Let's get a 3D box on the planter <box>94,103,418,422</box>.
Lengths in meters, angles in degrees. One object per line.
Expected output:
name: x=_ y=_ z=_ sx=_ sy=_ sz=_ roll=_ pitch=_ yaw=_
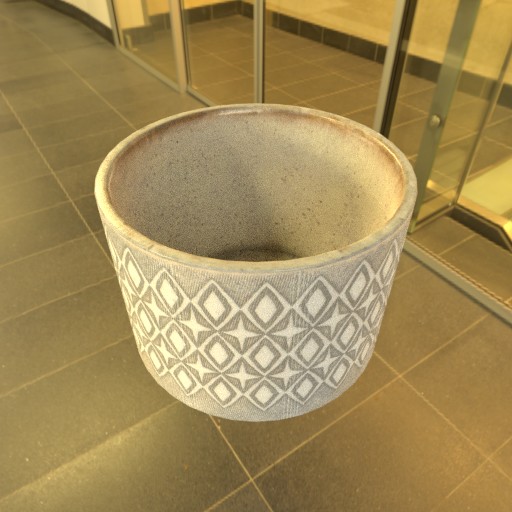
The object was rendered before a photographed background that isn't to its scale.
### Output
planter: x=0.000 y=0.000 z=0.311 sx=0.186 sy=0.144 sz=0.186 roll=0 pitch=41 yaw=0
